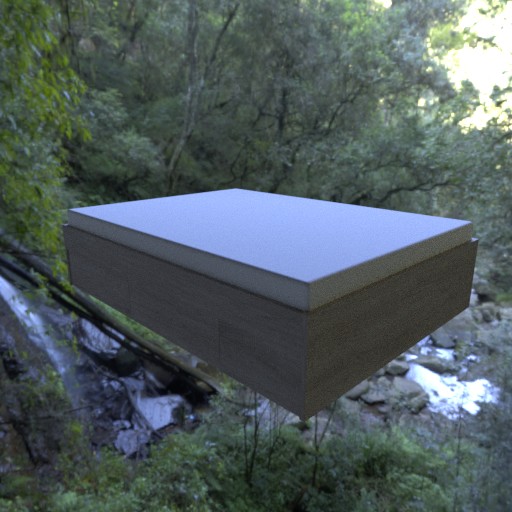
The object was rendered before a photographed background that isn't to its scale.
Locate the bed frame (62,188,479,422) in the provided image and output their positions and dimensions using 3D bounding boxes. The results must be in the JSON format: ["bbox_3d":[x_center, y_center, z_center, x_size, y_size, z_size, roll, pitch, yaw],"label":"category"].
[{"bbox_3d":[0.000,0.000,2.602,1.448,0.490,1.944,-15,22,-42],"label":"bed frame"}]
